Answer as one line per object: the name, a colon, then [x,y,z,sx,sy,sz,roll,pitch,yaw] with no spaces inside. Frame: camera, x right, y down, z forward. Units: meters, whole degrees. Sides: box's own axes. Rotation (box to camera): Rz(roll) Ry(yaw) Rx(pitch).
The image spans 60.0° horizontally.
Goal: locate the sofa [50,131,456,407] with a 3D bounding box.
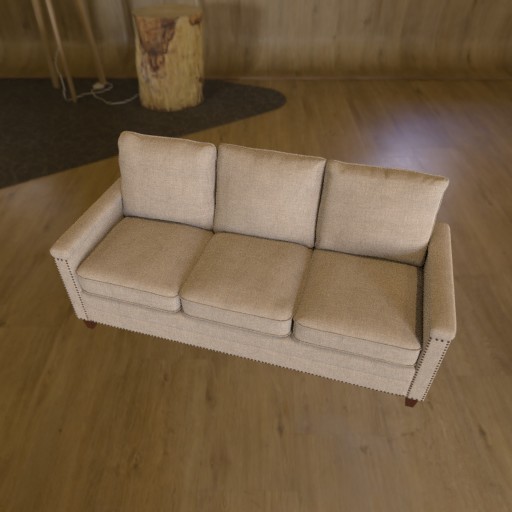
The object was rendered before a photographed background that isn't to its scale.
sofa: [0.000,0.000,2.371,1.925,0.959,0.828,11,42,12]
